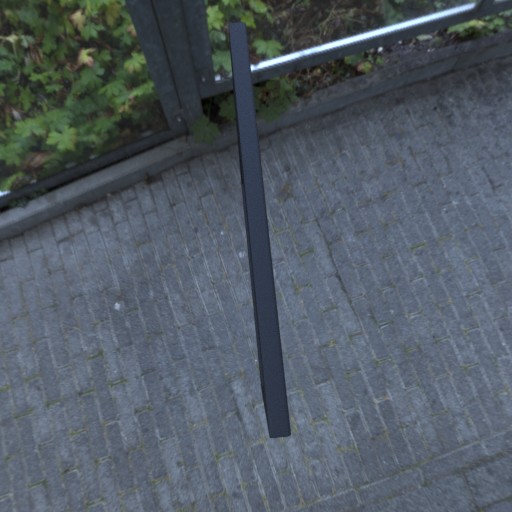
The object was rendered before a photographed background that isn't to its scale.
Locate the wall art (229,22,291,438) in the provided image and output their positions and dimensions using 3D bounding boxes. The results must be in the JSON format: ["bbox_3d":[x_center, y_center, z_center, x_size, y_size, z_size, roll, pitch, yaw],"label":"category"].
[{"bbox_3d":[0.000,0.000,0.685,0.022,0.453,0.456,-6,77,-1],"label":"wall art"}]
